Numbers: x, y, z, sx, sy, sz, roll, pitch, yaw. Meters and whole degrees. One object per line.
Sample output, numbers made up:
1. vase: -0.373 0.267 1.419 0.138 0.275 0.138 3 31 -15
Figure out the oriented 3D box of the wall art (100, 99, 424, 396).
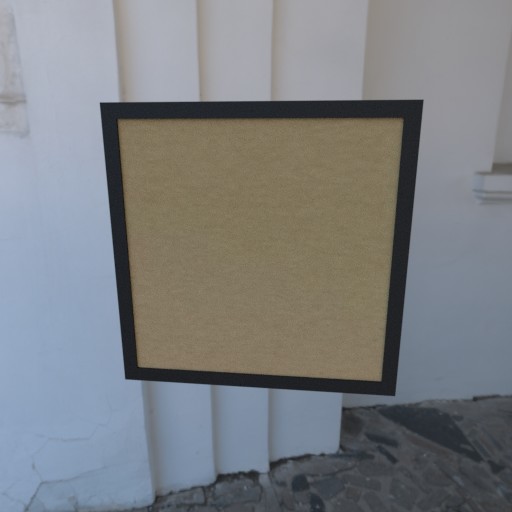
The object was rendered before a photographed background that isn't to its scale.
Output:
1. wall art: 0.000 0.000 0.541 0.358 0.357 0.012 2 16 6
